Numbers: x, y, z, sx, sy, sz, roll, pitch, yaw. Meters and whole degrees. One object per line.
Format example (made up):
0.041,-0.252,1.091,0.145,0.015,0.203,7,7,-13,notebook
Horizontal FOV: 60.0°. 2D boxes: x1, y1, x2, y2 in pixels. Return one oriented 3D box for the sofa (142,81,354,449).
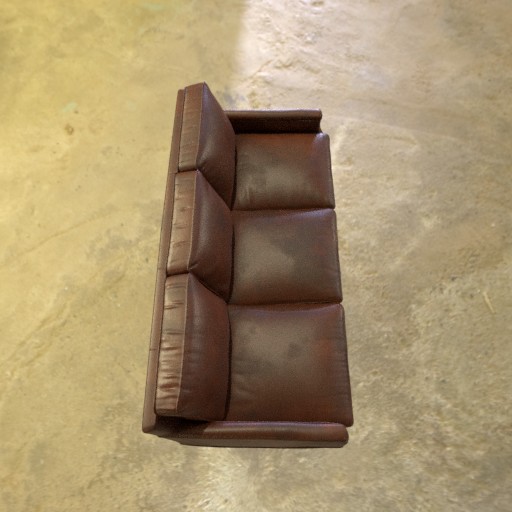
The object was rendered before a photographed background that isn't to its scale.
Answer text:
0.000,0.000,2.839,1.084,1.003,2.240,0,65,0,sofa
